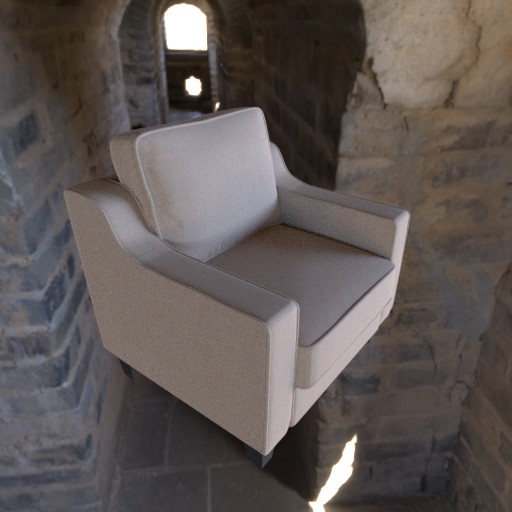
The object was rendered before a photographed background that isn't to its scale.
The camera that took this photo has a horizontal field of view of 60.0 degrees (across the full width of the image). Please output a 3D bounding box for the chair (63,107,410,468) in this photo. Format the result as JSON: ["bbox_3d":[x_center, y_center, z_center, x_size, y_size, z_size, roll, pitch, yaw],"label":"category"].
[{"bbox_3d":[0.000,0.000,1.653,0.882,0.948,0.922,20,34,33],"label":"chair"}]
